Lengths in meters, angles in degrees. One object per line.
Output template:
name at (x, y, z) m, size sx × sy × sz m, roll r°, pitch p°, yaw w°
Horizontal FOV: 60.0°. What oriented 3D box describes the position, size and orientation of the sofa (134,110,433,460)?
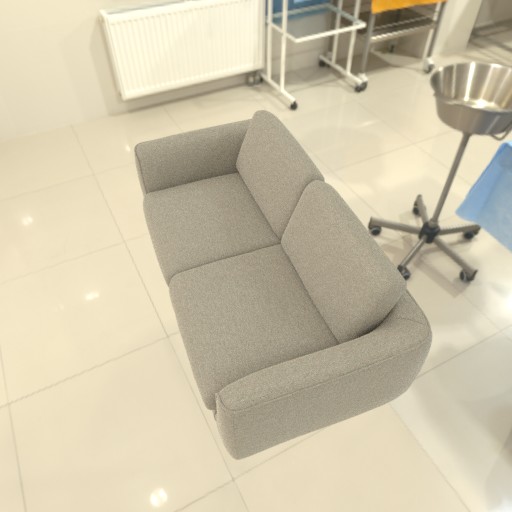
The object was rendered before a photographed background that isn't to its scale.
sofa at (0.000, 0.000, 2.195) m, size 0.920 × 0.850 × 1.700 m, roll -16°, pitch 49°, yaw -14°
